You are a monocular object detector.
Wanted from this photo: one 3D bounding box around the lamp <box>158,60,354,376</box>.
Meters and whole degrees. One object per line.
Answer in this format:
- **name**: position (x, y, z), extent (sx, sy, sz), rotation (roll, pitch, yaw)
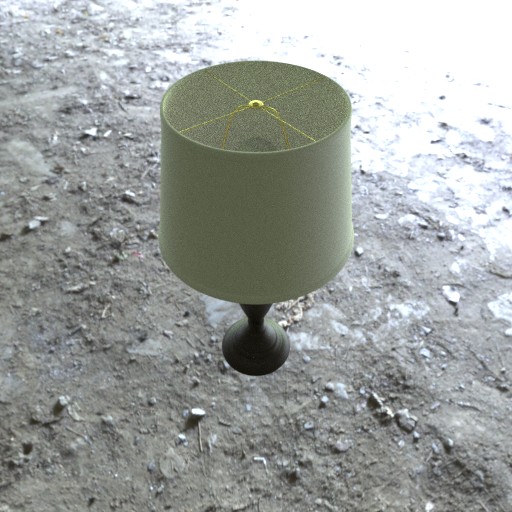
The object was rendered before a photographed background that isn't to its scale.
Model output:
- **lamp**: position (0.000, 0.000, 0.820), extent (0.335, 0.611, 0.335), rotation (0, 47, 0)
